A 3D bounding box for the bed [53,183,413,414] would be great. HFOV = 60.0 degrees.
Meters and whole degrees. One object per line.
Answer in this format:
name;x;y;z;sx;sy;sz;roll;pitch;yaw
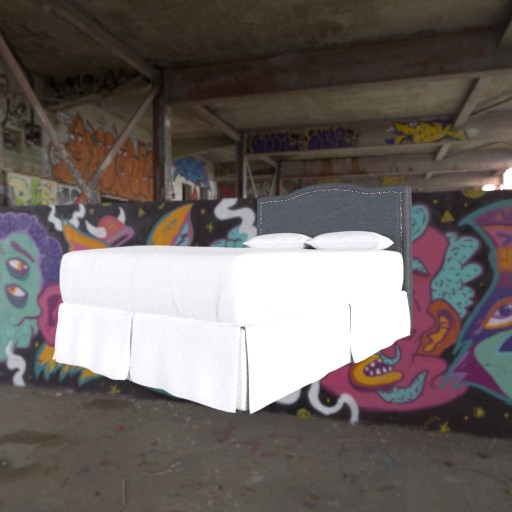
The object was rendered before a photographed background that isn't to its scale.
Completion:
bed;0.000;0.000;3.503;1.747;1.441;2.507;0;1;37
